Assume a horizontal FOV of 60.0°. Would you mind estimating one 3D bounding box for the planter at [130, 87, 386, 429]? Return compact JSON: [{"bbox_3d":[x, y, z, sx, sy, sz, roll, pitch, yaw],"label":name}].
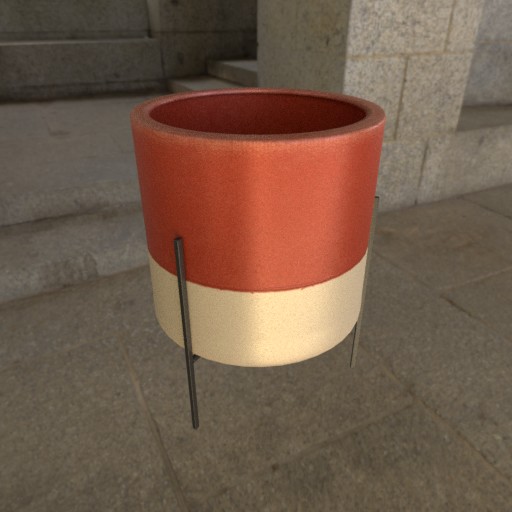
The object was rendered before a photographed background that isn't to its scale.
[{"bbox_3d":[0.000,0.000,0.718,0.345,0.465,0.354,18,34,29],"label":"planter"}]
